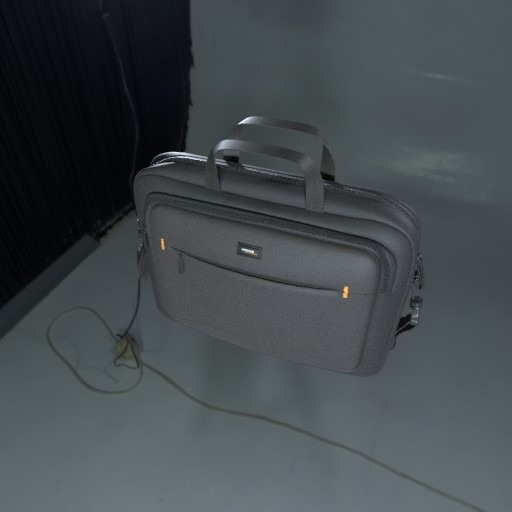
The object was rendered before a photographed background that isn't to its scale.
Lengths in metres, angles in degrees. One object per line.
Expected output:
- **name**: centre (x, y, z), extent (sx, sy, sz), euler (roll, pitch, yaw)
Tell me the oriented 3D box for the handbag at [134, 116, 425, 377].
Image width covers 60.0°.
- **handbag**: centre (0.000, 0.000, 0.573), extent (0.429, 0.330, 0.126), euler (14, 43, 15)
